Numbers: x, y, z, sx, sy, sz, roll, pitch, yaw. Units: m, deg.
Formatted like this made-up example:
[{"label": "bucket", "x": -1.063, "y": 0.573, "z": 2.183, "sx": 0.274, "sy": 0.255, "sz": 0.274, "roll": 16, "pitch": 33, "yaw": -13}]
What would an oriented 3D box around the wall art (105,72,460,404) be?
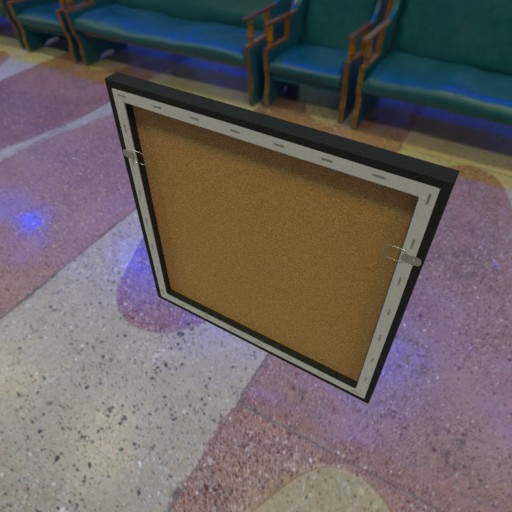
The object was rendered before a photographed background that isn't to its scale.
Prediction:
[{"label": "wall art", "x": 0.000, "y": 0.000, "z": 1.125, "sx": 0.758, "sy": 0.758, "sz": 0.044, "roll": 23, "pitch": 50, "yaw": 21}]
